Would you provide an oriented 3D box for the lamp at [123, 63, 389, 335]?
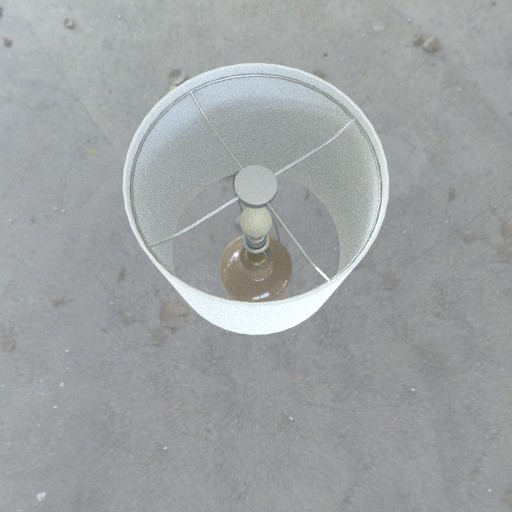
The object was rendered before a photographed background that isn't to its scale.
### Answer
[{"bbox_3d":[0.000,0.000,0.565,0.207,0.461,0.207,-33,77,-9],"label":"lamp"}]
